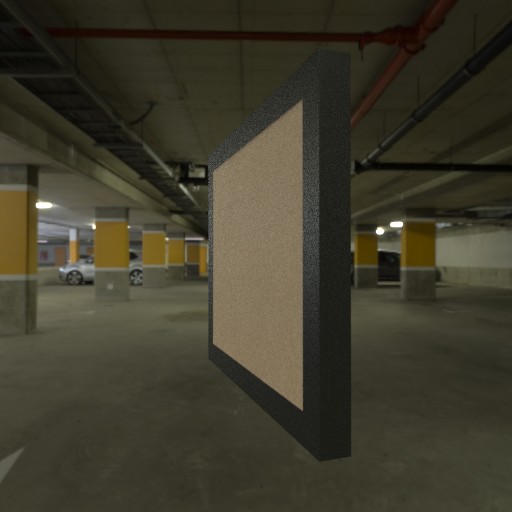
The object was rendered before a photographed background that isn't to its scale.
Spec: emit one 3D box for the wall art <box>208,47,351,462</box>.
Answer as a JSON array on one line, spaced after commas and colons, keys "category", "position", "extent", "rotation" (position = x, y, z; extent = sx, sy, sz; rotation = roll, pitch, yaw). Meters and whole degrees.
[{"category": "wall art", "position": [0.000, 0.000, 0.528], "extent": [0.028, 0.321, 0.381], "rotation": [0, -1, -19]}]
